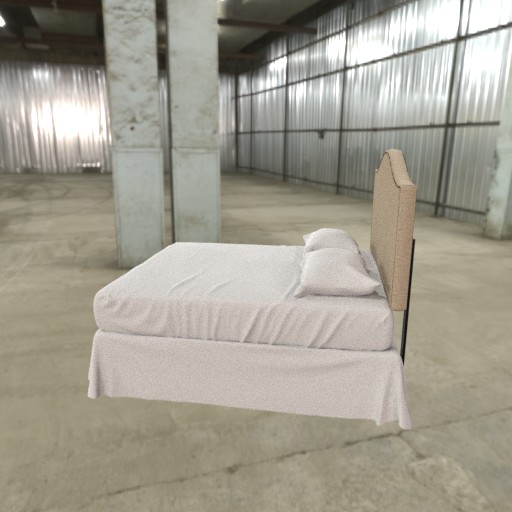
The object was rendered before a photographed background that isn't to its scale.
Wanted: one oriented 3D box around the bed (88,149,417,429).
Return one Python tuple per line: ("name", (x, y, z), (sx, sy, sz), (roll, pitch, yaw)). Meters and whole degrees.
("bed", (0.000, 0.000, 3.500), (2.221, 1.645, 1.876), (2, 14, 9))
